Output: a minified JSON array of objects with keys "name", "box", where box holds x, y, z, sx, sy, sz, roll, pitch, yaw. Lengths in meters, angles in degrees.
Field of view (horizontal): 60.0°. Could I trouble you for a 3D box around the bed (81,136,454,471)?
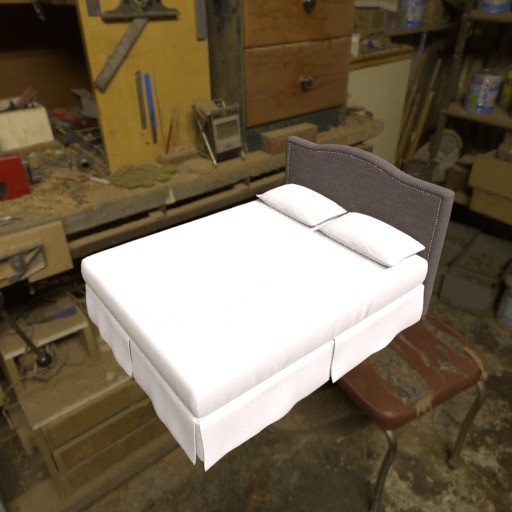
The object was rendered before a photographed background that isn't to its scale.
[{"name":"bed","box":[0.000,0.000,4.046,2.689,1.457,2.161,-23,38,-32]}]
